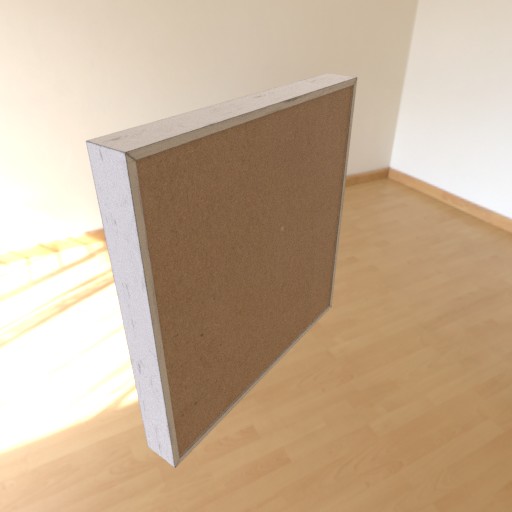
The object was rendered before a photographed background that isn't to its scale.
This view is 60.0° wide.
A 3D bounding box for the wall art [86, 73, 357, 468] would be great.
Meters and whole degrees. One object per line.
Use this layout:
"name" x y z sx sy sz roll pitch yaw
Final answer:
"wall art" 0.000 0.000 0.451 0.038 0.305 0.305 21 37 31
